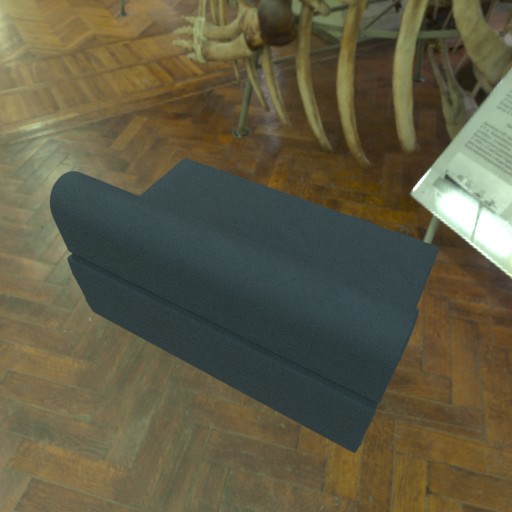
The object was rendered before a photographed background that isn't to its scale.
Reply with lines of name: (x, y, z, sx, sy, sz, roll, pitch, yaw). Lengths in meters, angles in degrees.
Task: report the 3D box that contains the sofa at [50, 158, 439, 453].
sofa: (0.000, 0.000, 1.688, 1.219, 0.660, 0.762, 23, 51, 20)
